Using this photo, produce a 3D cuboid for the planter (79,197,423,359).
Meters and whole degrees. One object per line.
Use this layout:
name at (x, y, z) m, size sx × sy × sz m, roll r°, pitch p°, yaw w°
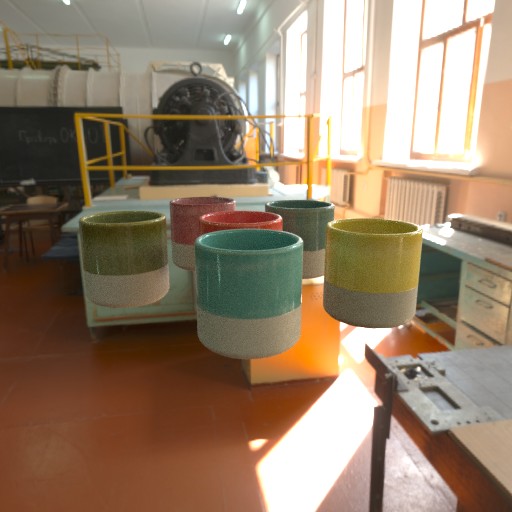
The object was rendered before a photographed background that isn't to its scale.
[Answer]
planter at (0.000, 0.000, 0.411) m, size 0.286 × 0.075 × 0.257 m, roll 7°, pitch 16°, yaw 24°
